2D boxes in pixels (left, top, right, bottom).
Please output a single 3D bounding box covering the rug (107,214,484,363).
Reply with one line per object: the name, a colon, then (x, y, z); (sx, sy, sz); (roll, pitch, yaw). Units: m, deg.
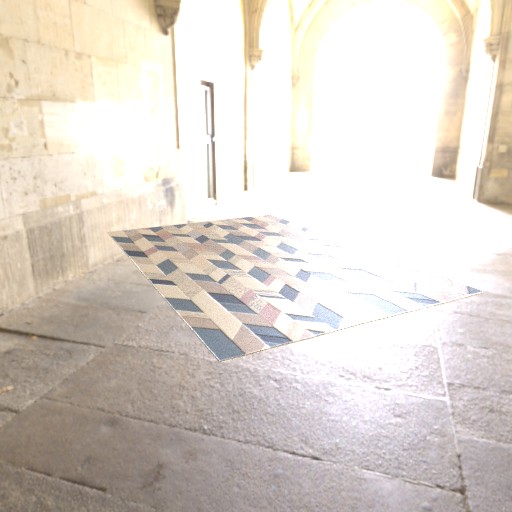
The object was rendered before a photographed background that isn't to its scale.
rug: (0.000, 0.000, 2.332); (1.202, 0.006, 1.813); (-9, 19, -26)
